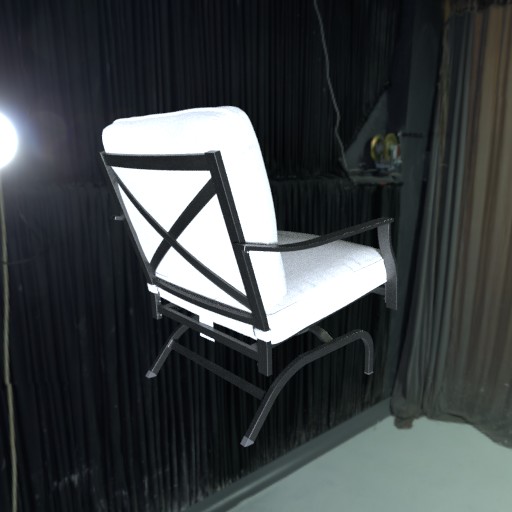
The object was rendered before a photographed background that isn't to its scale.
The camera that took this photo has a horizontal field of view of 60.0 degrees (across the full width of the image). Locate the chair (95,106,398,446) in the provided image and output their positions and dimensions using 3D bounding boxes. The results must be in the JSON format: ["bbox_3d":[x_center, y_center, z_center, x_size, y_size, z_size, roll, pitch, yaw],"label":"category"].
[{"bbox_3d":[0.000,0.000,1.440,0.787,0.860,0.650,-12,18,-42],"label":"chair"}]
